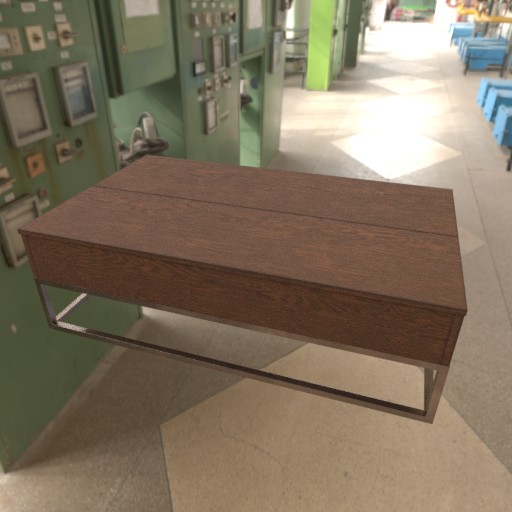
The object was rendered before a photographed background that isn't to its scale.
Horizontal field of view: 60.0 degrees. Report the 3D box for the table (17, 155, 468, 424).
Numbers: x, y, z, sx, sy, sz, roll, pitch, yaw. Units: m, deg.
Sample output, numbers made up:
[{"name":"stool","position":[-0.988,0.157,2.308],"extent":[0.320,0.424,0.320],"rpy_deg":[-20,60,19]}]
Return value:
[{"name":"table","position":[0.000,0.000,1.464],"extent":[1.167,0.361,0.719],"rpy_deg":[10,32,16]}]
